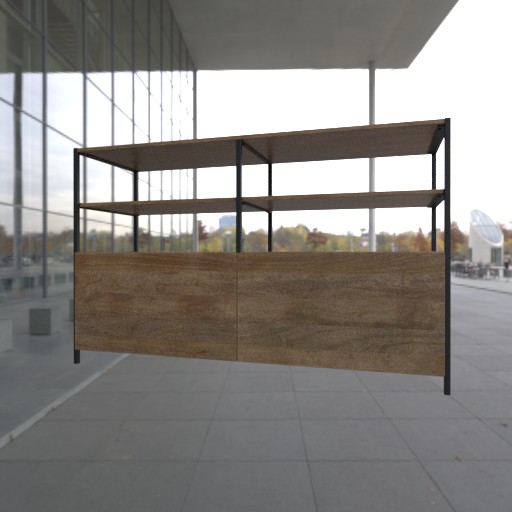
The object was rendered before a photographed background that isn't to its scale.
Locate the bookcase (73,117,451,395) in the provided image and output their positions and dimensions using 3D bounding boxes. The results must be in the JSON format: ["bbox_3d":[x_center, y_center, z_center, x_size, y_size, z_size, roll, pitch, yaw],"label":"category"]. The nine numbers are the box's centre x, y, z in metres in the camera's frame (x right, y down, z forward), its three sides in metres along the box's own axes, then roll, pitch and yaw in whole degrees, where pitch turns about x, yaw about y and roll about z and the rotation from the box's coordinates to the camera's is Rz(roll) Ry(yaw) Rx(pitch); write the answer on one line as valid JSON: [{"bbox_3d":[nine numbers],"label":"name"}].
[{"bbox_3d":[0.000,0.000,1.473,1.149,0.712,0.391,0,0,17],"label":"bookcase"}]
